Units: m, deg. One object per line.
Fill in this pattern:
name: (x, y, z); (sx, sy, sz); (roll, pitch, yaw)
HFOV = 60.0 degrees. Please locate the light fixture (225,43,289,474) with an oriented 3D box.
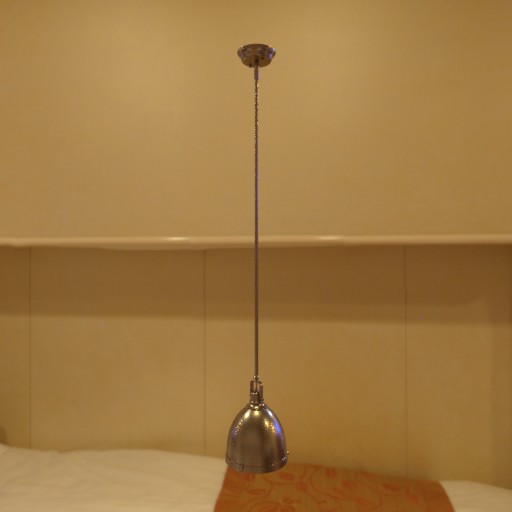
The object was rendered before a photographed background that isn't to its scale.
light fixture: (0.000, 0.000, 1.496); (0.211, 1.367, 0.217); (0, 0, -37)
